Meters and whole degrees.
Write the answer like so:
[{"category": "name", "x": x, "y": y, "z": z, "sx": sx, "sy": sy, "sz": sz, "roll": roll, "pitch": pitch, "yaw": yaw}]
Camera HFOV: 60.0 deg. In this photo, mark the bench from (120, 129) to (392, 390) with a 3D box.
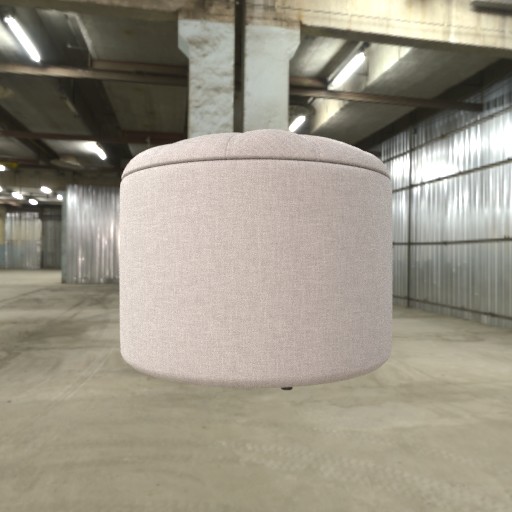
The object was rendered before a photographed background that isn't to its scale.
[{"category": "bench", "x": 0.000, "y": 0.000, "z": 1.020, "sx": 0.600, "sy": 0.453, "sz": 0.600, "roll": 0, "pitch": 0, "yaw": 0}]
